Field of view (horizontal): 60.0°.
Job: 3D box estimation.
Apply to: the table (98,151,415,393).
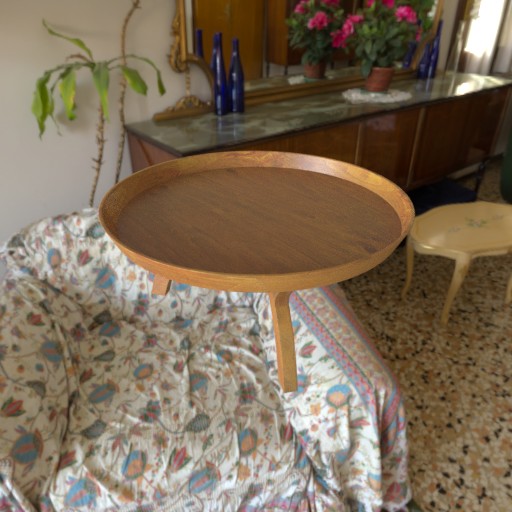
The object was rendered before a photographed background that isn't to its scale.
[{"bbox_3d":[0.000,0.000,1.602,1.016,0.470,1.016,0,30,0],"label":"table"}]
